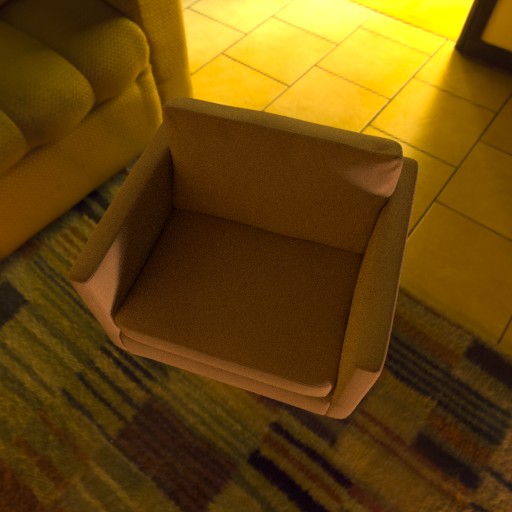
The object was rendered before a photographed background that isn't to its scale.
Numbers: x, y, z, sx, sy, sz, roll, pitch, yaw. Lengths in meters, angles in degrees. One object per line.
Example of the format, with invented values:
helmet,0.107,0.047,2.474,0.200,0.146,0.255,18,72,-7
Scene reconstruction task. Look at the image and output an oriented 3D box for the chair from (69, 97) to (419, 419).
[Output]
chair,0.000,0.000,1.859,1.107,0.961,0.959,15,59,9
